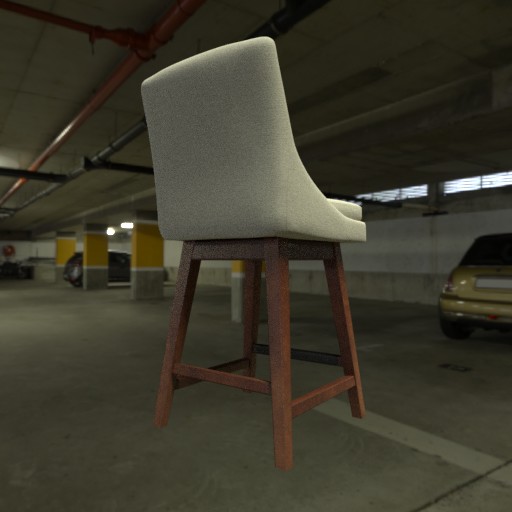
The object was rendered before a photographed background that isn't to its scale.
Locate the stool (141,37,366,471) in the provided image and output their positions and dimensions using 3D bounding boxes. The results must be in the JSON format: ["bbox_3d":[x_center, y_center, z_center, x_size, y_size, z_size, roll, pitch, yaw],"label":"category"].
[{"bbox_3d":[0.000,0.000,1.310,0.469,0.991,0.559,0,-1,37],"label":"stool"}]
